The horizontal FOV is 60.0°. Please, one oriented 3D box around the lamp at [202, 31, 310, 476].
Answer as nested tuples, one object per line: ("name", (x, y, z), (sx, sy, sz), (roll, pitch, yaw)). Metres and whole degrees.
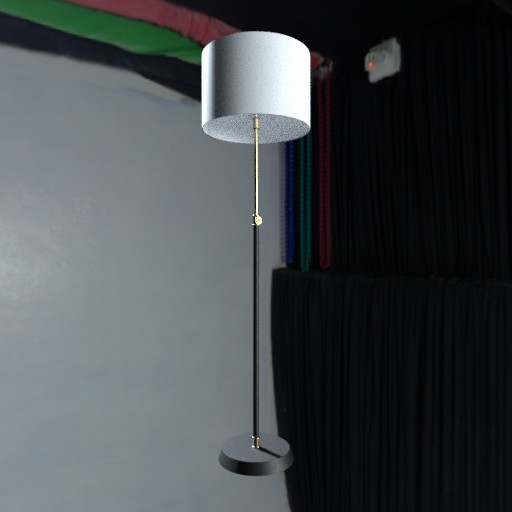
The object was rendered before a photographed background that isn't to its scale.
("lamp", (0.000, 0.000, 1.668), (0.404, 1.517, 0.404), (0, 0, -35))
